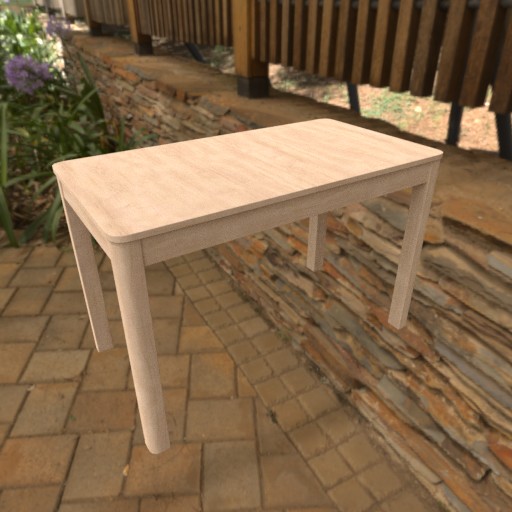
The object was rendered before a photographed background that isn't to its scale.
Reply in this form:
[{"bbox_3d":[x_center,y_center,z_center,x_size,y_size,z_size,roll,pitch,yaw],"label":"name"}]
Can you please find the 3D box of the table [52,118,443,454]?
[{"bbox_3d":[0.000,0.000,1.984,1.400,0.900,0.750,-18,34,-29],"label":"table"}]
